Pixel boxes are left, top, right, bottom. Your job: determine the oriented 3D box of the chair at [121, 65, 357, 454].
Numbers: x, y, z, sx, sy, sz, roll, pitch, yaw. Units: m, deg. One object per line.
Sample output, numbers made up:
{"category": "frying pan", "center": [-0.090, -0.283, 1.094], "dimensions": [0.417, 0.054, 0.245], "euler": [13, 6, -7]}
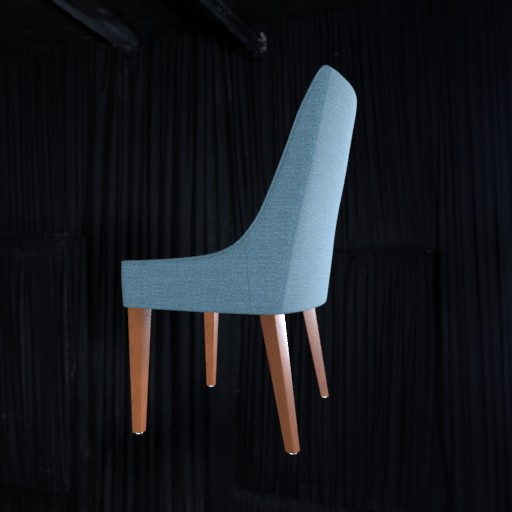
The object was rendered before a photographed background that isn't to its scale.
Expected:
{"category": "chair", "center": [0.000, 0.000, 1.221], "dimensions": [0.544, 0.861, 0.529], "euler": [0, -1, 18]}
